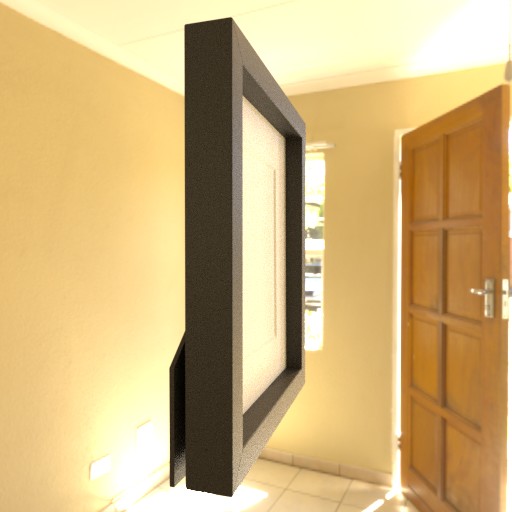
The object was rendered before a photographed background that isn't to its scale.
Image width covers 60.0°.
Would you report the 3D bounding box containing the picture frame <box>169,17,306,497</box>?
[{"bbox_3d":[0.000,0.000,0.379,0.042,0.284,0.232,0,1,17],"label":"picture frame"}]
